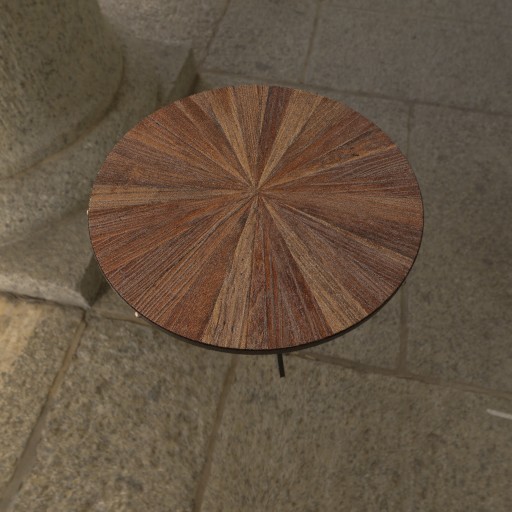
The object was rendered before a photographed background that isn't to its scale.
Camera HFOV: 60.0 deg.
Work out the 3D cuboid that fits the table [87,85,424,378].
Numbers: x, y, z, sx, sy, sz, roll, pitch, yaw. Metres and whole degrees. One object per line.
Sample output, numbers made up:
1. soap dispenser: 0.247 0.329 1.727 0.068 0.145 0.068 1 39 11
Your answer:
1. table: 0.000 0.000 1.465 0.885 0.658 0.885 0 58 0
